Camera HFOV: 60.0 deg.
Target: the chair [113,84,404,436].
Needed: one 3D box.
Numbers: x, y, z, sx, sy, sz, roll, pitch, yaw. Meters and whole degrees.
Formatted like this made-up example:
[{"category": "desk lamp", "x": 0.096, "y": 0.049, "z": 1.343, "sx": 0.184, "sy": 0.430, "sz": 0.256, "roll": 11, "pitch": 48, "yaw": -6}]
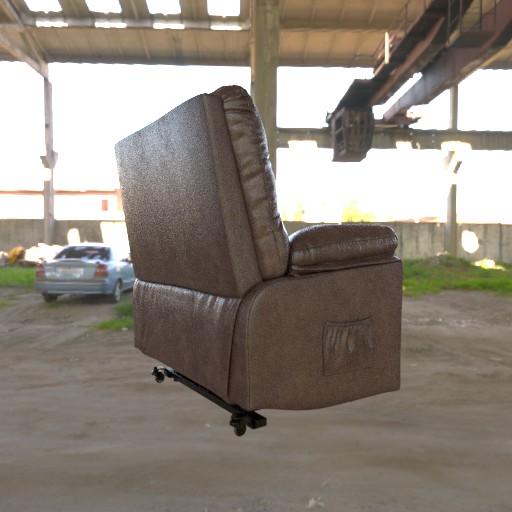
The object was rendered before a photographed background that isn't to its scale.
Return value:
[{"category": "chair", "x": 0.000, "y": 0.000, "z": 1.736, "sx": 0.879, "sy": 1.041, "sz": 0.940, "roll": -1, "pitch": 2, "yaw": -35}]
